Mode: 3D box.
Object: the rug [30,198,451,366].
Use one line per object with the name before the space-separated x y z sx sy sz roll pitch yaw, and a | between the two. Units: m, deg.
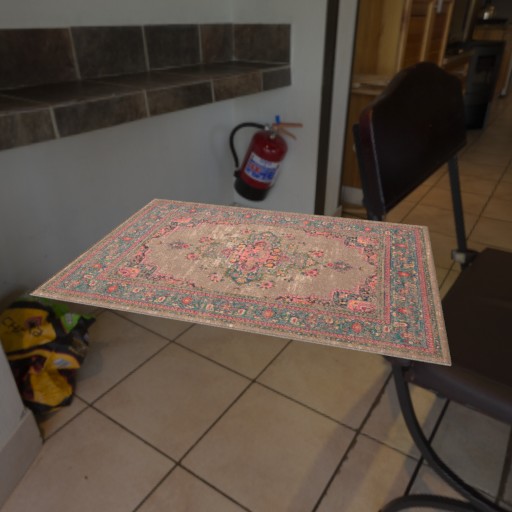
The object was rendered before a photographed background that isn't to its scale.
rug | 0.000 0.000 3.751 2.890 0.013 2.005 7 29 13
